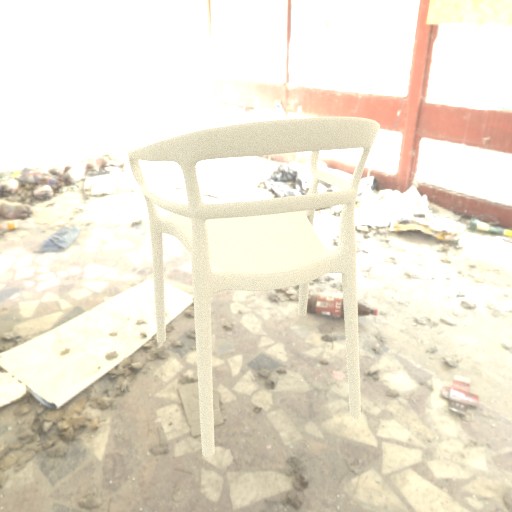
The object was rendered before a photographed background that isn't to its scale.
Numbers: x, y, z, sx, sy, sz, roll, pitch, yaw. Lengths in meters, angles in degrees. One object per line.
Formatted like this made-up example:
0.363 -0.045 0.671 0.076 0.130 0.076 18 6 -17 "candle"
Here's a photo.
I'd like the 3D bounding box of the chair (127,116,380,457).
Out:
0.000 0.000 1.137 0.559 0.761 0.527 -8 27 -16 "chair"
